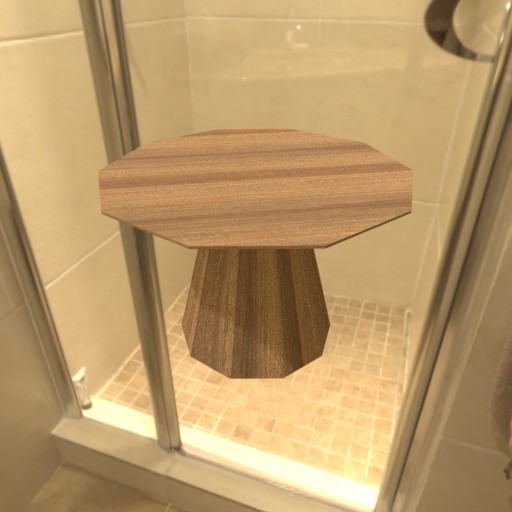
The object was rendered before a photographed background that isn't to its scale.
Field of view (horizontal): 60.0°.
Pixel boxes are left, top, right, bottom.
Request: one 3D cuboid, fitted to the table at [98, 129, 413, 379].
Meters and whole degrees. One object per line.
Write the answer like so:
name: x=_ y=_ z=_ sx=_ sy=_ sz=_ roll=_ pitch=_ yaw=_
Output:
table: x=0.000 y=0.000 z=1.864 sx=1.186 sy=0.752 sz=1.186 roll=0 pitch=31 yaw=0
